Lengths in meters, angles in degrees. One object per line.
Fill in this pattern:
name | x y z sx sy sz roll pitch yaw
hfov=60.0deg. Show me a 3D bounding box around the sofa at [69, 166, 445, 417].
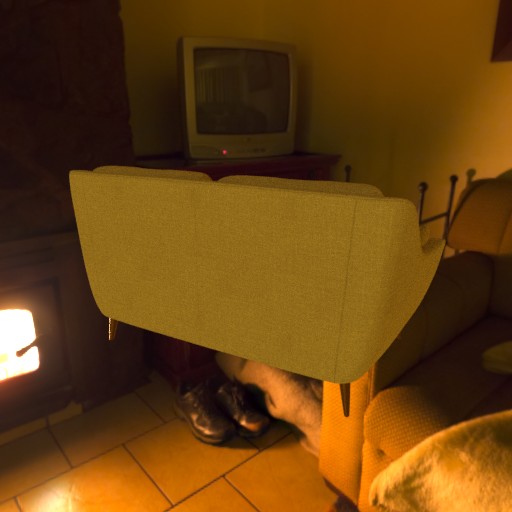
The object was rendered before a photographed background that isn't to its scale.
sofa | 0.000 0.000 2.223 1.652 0.888 0.965 10 20 28
